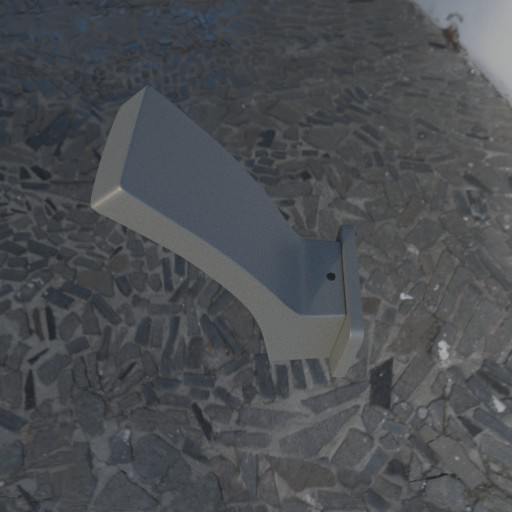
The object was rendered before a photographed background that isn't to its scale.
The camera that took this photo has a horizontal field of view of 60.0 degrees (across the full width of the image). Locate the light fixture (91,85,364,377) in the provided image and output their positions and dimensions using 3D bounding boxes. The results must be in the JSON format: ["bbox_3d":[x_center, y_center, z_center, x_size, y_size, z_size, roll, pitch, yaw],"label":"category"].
[{"bbox_3d":[0.000,0.000,0.338,0.174,0.243,0.108,2,57,1],"label":"light fixture"}]
